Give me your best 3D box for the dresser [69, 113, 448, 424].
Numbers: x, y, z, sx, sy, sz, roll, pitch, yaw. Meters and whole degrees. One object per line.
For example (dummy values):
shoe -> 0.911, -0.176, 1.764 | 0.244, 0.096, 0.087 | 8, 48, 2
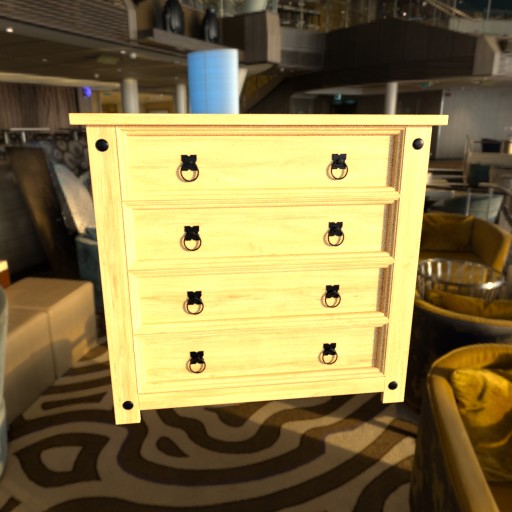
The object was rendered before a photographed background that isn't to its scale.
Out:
dresser -> 0.000, 0.000, 1.219 | 0.800, 0.730, 0.410 | -2, 16, -7
